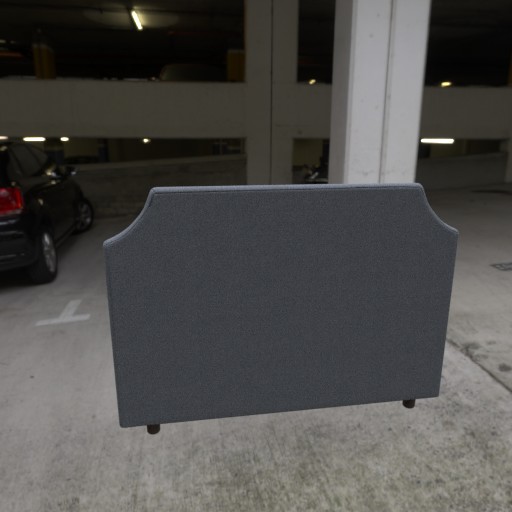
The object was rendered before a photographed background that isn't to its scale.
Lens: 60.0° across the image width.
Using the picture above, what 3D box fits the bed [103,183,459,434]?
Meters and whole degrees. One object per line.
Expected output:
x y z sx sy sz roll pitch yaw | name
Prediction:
0.000 0.000 3.343 1.811 1.296 2.259 -2 15 -9 | bed
